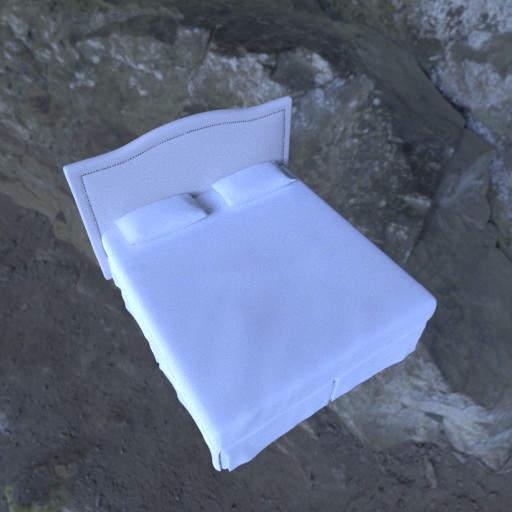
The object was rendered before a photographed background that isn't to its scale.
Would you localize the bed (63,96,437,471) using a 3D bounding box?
[{"bbox_3d":[0.000,0.000,3.515,2.083,1.421,2.182,-25,51,-22],"label":"bed"}]
